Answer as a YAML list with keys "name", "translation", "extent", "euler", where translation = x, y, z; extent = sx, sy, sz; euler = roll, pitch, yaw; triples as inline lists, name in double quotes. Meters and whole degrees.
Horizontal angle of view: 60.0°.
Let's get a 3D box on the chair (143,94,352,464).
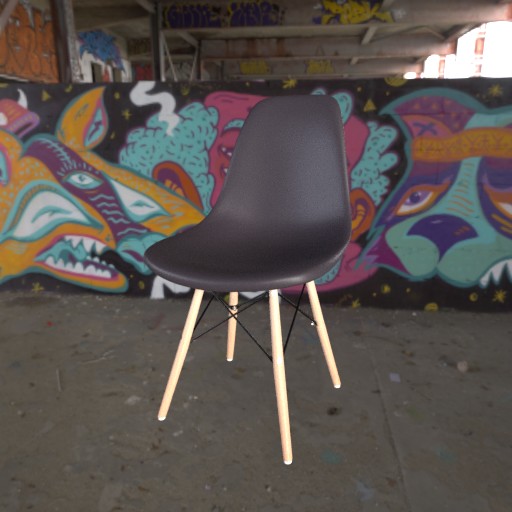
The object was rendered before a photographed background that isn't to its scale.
- name: "chair"
  translation: [0.000, 0.000, 1.141]
  extent: [0.470, 0.825, 0.533]
  euler: [7, 16, 26]
